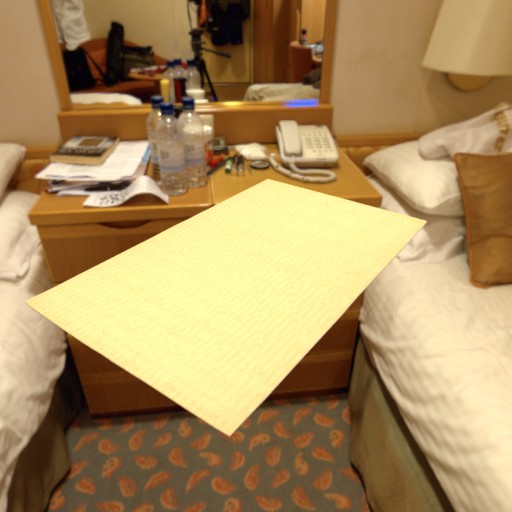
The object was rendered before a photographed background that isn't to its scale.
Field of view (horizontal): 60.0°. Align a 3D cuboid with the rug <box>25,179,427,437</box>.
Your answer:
[{"bbox_3d":[0.000,0.000,3.001,1.531,0.014,2.441,21,36,31],"label":"rug"}]
